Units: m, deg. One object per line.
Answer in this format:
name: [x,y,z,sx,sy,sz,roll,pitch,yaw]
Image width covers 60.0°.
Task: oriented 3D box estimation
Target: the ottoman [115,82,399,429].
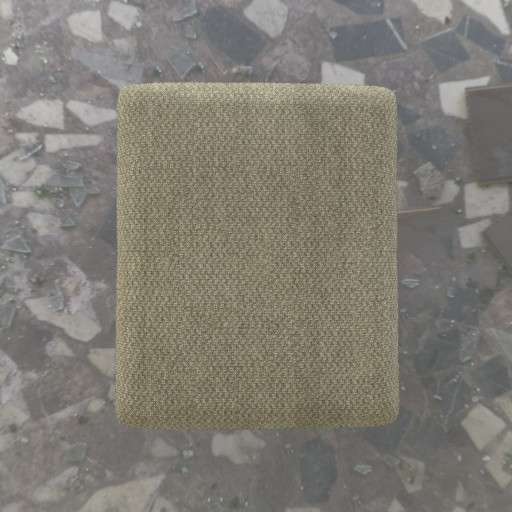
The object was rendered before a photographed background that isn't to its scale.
ottoman: [0.000,0.000,1.097,0.603,0.476,0.751,0,89,-1]
